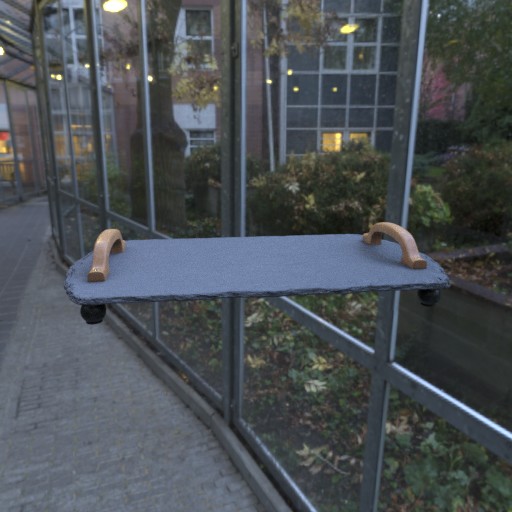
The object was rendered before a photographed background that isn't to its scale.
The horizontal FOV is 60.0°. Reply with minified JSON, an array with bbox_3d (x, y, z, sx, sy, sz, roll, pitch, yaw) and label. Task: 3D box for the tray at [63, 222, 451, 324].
[{"bbox_3d":[0.000,0.000,0.483,0.387,0.062,0.231,-2,14,-8],"label":"tray"}]
